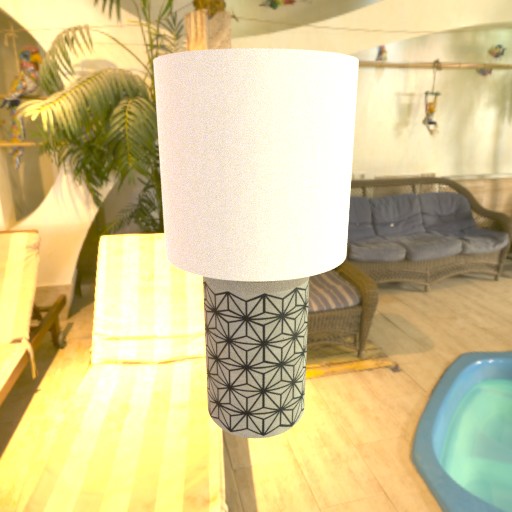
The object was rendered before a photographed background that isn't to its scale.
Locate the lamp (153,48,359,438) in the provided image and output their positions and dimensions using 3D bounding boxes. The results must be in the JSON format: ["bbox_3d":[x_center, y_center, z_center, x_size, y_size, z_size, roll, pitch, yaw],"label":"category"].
[{"bbox_3d":[0.000,0.000,0.518,0.206,0.416,0.206,-3,18,-8],"label":"lamp"}]
